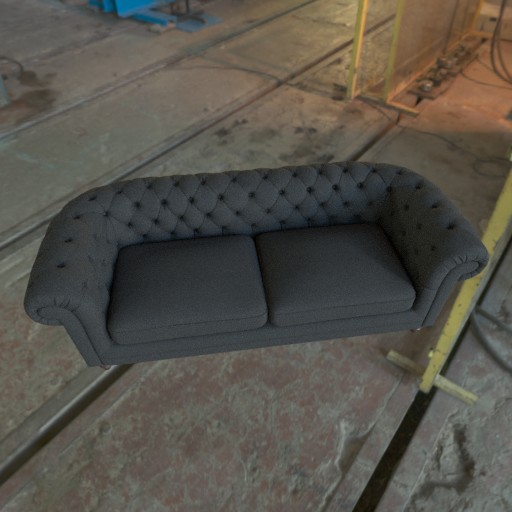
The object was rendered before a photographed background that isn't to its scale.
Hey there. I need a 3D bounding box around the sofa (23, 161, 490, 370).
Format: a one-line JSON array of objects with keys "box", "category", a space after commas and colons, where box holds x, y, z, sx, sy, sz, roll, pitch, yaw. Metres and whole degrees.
[{"box": [0.000, 0.000, 2.709, 2.362, 0.762, 0.991, -6, 45, -6], "category": "sofa"}]
